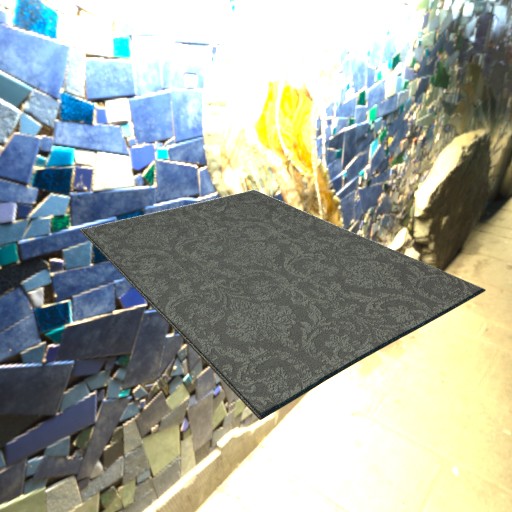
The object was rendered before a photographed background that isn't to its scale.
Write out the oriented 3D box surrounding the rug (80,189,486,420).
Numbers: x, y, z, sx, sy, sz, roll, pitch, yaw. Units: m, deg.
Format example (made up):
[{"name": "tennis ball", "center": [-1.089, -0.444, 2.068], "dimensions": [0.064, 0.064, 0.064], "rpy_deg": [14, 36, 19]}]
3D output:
[{"name": "rug", "center": [0.000, 0.000, 2.859], "dimensions": [1.578, 0.014, 2.206], "rpy_deg": [-18, 32, -32]}]
